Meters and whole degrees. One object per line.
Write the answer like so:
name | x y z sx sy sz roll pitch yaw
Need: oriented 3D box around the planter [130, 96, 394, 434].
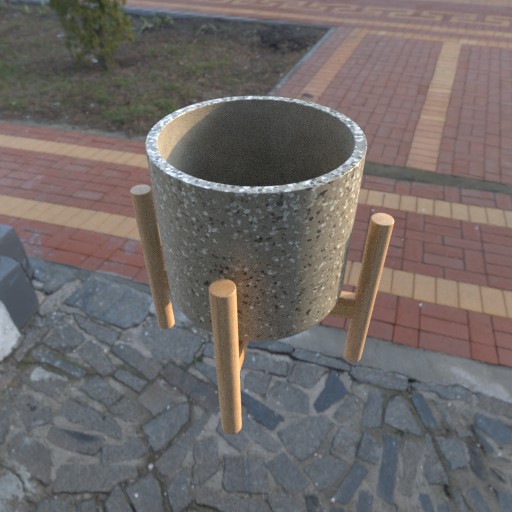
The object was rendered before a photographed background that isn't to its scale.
planter | 0.000 0.000 0.554 0.284 0.320 0.284 24 46 26
